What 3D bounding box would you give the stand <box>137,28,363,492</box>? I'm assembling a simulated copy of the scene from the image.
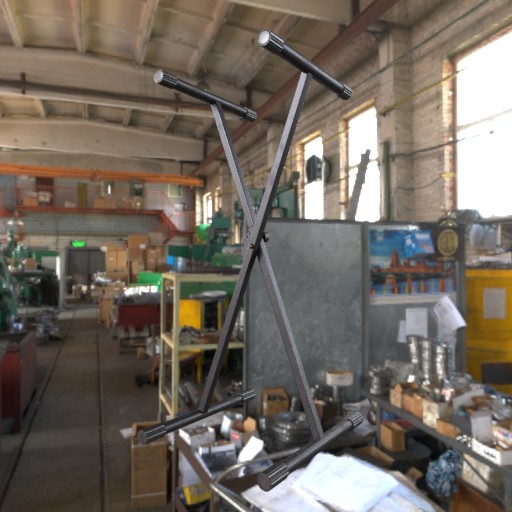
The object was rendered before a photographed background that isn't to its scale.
[{"bbox_3d":[0.000,0.000,1.174,0.409,0.940,0.449,0,-1,37],"label":"stand"}]
